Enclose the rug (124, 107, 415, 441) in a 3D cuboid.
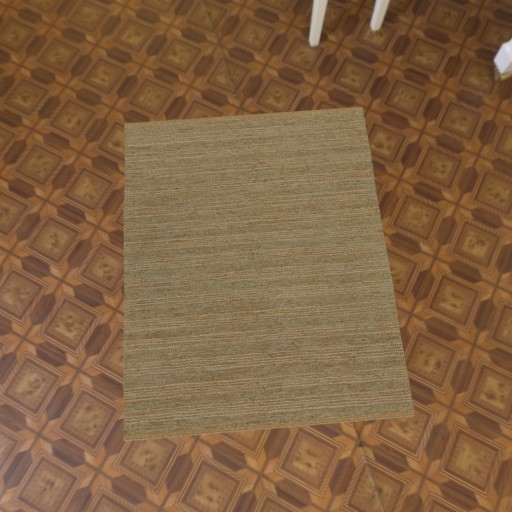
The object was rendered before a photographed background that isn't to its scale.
[{"bbox_3d":[0.000,0.000,4.150,2.471,0.012,3.034,-4,74,-1],"label":"rug"}]
